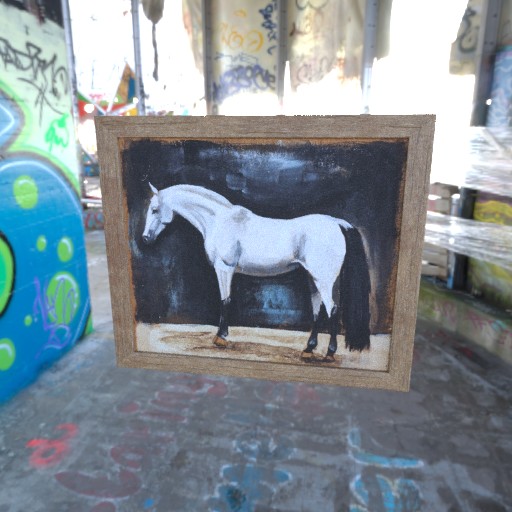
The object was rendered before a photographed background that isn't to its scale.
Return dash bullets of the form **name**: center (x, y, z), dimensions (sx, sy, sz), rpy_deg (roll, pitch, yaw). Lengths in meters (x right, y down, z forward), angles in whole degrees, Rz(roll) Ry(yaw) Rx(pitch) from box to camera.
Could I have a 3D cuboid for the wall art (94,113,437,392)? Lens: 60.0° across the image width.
- **wall art**: center (0.000, 0.000, 0.969), dimensions (0.690, 0.588, 0.026), rpy_deg (2, 15, 9)
